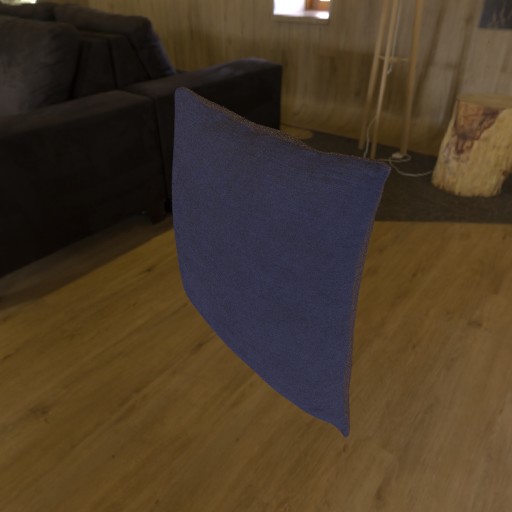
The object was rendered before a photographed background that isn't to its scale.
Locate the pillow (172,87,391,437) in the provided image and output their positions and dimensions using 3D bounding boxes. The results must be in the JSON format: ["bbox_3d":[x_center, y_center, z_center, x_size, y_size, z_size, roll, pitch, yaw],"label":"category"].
[{"bbox_3d":[0.000,0.000,0.706,0.204,0.439,0.452,-21,38,-30],"label":"pillow"}]
